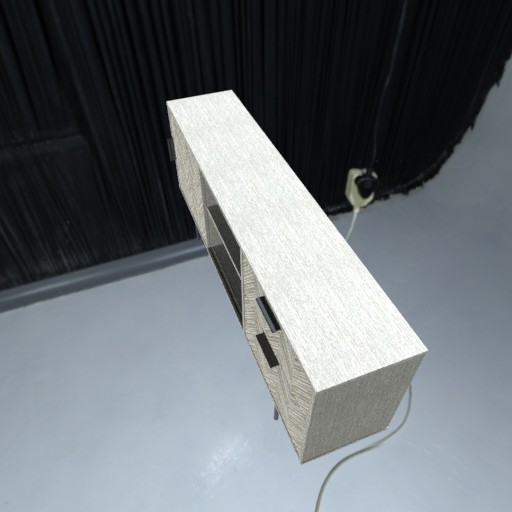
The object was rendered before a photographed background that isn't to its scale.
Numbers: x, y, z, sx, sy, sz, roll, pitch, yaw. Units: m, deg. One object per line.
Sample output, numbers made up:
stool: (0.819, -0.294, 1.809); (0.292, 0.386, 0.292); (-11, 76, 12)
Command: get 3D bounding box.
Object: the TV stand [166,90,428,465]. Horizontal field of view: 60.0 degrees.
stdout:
TV stand: (0.000, 0.000, 2.138); (0.405, 0.787, 1.804); (-16, 48, -14)
